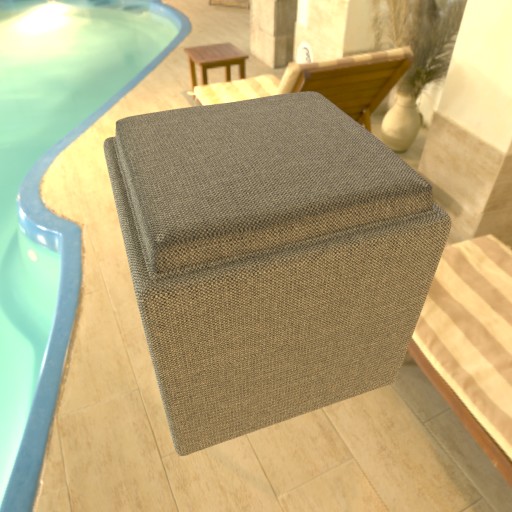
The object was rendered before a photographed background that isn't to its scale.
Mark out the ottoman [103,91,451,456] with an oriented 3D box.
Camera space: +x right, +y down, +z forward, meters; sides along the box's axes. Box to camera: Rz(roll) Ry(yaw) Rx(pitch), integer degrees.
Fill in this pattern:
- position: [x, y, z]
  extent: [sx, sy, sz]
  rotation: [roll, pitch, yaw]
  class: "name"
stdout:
- position: [0.000, 0.000, 0.842]
  extent: [0.454, 0.487, 0.436]
  rotation: [-13, 43, -15]
  class: "ottoman"
